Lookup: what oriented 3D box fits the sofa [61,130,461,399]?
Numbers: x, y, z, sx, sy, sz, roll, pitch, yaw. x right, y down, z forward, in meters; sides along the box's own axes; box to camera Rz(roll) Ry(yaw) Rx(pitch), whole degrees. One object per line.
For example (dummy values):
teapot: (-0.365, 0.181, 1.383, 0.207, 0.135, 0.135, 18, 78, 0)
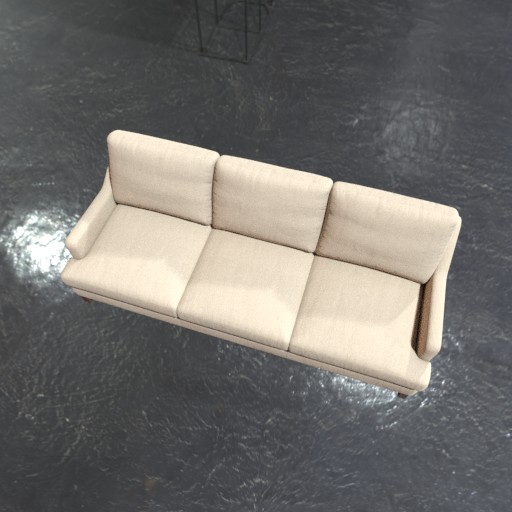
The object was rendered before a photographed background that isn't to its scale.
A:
sofa: (0.000, 0.000, 2.819, 2.321, 0.913, 1.000, 15, 60, 9)
